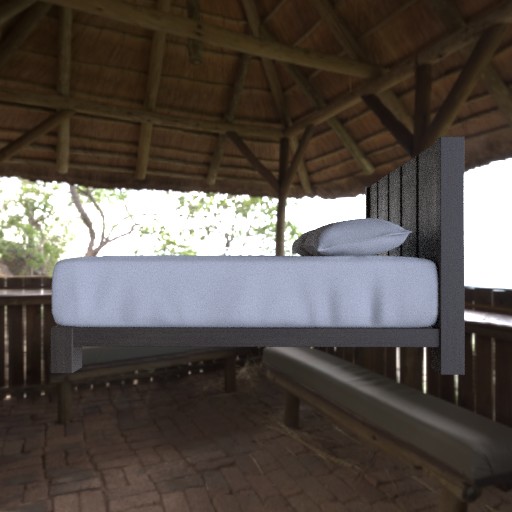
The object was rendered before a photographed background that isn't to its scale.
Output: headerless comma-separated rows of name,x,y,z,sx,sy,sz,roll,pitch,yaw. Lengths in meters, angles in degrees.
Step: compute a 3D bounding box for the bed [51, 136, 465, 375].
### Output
bed,0.000,0.000,3.237,2.242,1.270,1.727,0,0,1
